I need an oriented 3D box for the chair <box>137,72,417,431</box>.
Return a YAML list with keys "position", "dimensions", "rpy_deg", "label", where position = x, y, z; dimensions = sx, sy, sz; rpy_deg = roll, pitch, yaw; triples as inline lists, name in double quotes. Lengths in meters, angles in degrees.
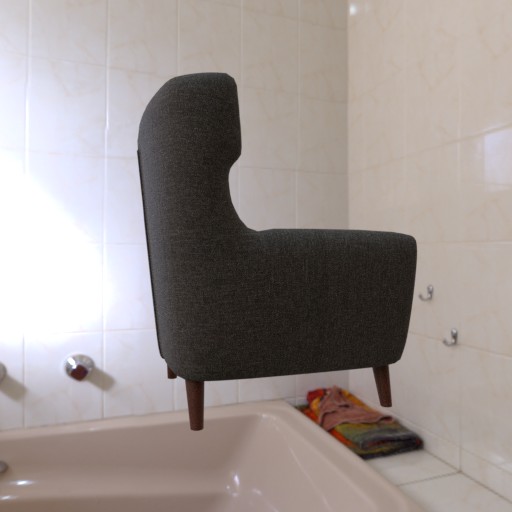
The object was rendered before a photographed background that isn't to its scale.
- position: [0.000, 0.000, 1.739]
  dimensions: [0.904, 1.063, 0.878]
  rpy_deg: [0, 0, -18]
  label: "chair"
